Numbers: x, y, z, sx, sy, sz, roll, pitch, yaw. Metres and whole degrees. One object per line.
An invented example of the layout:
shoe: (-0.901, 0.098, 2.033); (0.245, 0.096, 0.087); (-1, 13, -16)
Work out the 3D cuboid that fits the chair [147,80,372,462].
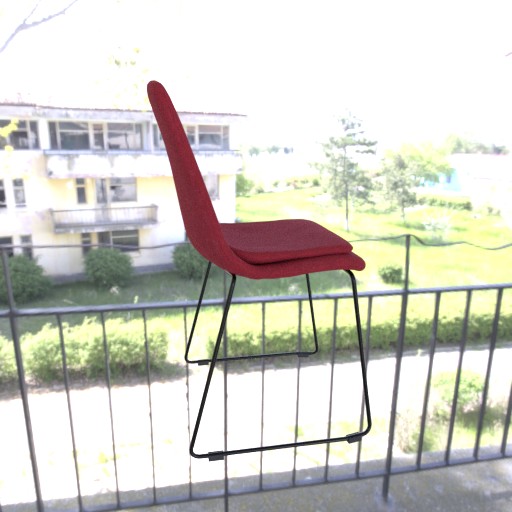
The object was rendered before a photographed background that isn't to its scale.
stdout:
chair: (0.000, 0.000, 1.183); (0.518, 0.858, 0.479); (-3, 15, -10)
